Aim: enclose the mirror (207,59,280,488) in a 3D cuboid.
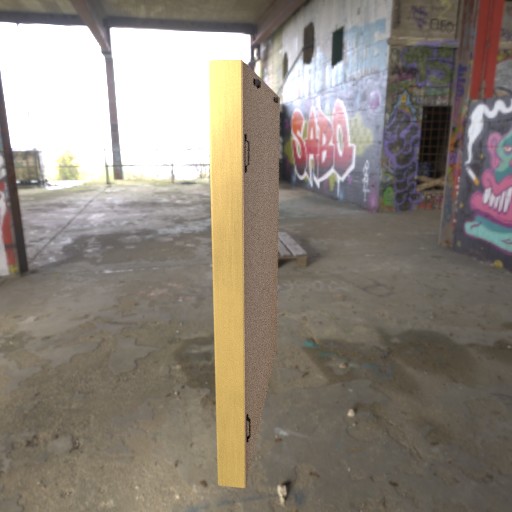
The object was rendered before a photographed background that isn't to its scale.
[{"bbox_3d":[0.000,0.000,0.698,0.041,0.508,0.405,2,15,8],"label":"mirror"}]
